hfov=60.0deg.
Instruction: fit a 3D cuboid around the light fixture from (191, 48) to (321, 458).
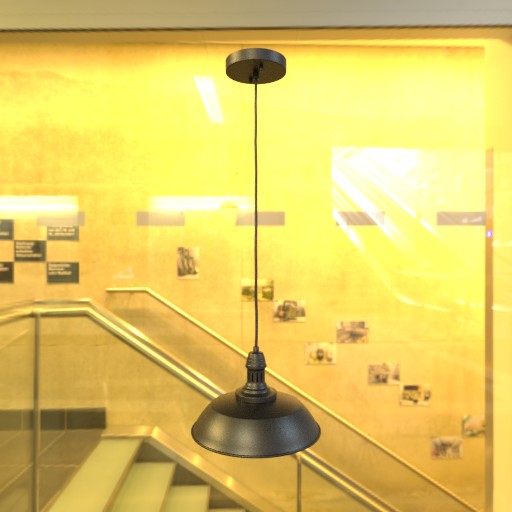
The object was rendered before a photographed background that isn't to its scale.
[{"bbox_3d":[0.000,0.000,1.136,0.331,0.993,0.331,0,0,-19],"label":"light fixture"}]
